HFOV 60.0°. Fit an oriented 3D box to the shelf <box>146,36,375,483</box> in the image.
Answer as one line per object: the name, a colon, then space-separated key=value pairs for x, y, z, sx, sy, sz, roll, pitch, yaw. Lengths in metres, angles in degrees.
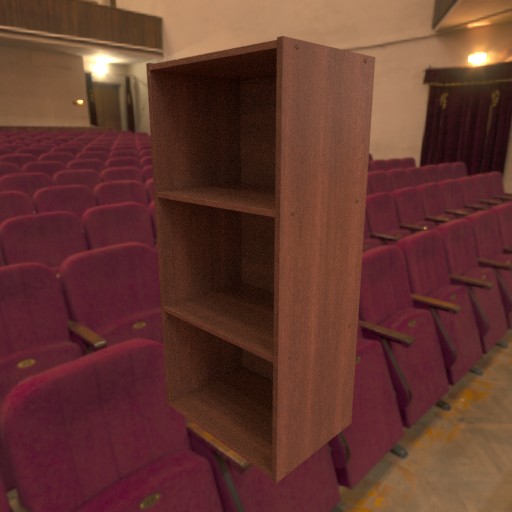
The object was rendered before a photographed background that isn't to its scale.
shelf: x=0.000 y=0.000 z=1.076 sx=0.414 sy=0.879 sz=0.290 roll=15 pitch=21 yaw=43
